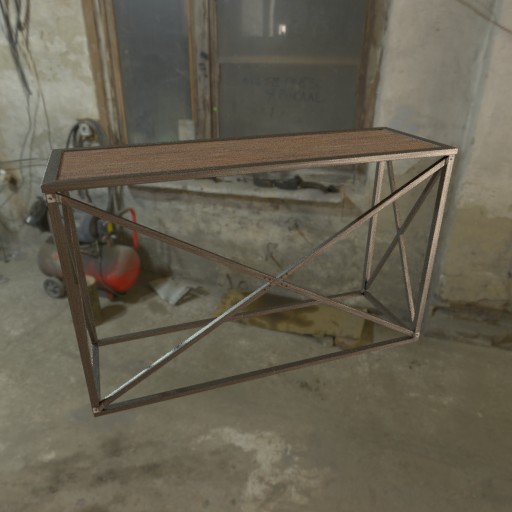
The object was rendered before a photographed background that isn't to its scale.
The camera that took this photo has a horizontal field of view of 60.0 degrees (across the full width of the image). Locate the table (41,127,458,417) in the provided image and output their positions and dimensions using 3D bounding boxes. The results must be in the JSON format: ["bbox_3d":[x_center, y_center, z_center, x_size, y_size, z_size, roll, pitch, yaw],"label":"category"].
[{"bbox_3d":[0.000,0.000,1.561,1.216,0.753,0.402,-9,27,-17],"label":"table"}]
